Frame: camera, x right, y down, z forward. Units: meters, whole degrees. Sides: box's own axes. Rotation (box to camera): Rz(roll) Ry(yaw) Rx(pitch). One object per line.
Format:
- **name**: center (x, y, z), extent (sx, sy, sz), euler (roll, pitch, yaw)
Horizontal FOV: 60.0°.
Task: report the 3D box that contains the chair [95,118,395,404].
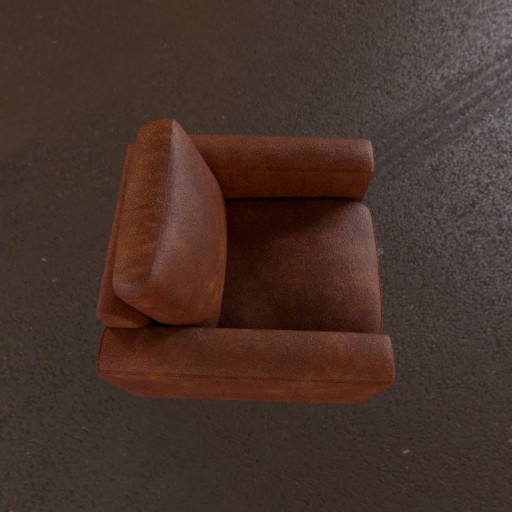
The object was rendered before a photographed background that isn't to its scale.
- **chair**: center (0.000, 0.000, 1.752), extent (1.016, 0.873, 1.005), euler (2, 65, 1)
